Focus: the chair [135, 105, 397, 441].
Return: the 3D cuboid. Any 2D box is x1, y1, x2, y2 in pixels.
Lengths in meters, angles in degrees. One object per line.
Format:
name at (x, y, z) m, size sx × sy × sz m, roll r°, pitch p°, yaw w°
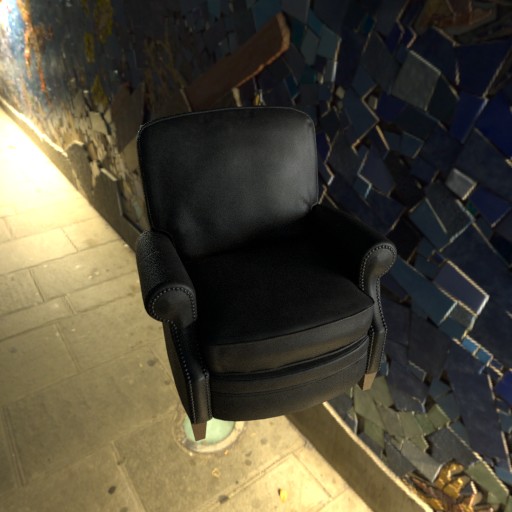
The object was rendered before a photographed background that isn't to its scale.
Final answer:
chair at (0.000, 0.000, 1.776) m, size 0.936 × 1.018 × 0.986 m, roll -11°, pitch 33°, yaw -17°
